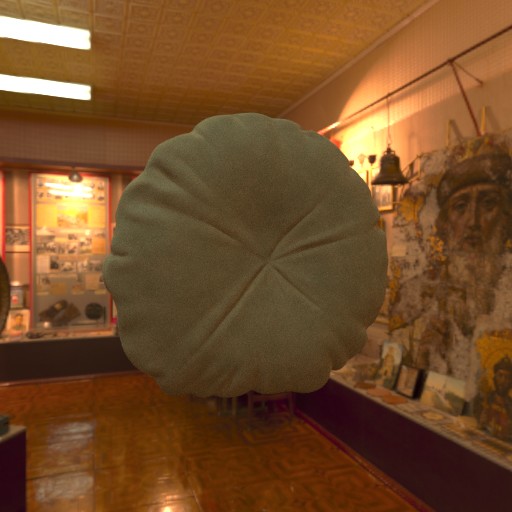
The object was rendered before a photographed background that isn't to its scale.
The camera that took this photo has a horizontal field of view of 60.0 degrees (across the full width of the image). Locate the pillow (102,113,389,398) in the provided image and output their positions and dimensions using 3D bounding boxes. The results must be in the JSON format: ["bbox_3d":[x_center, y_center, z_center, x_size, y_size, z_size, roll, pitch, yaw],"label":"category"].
[{"bbox_3d":[0.000,0.000,0.653,0.428,0.407,0.148,0,0,-18],"label":"pillow"}]
